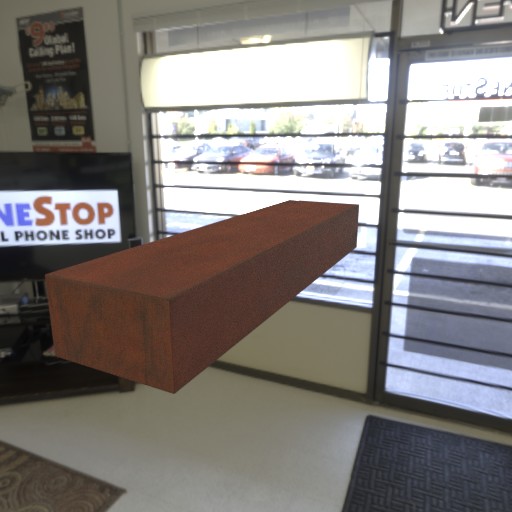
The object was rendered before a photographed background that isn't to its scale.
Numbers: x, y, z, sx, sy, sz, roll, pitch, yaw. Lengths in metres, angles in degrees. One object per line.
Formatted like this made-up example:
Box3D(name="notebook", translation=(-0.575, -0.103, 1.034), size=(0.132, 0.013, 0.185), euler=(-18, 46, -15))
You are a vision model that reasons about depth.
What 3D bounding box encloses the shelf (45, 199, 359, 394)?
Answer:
Box3D(name="shelf", translation=(0.000, 0.000, 0.672), size=(0.152, 0.088, 0.607), euler=(8, 17, 26))
